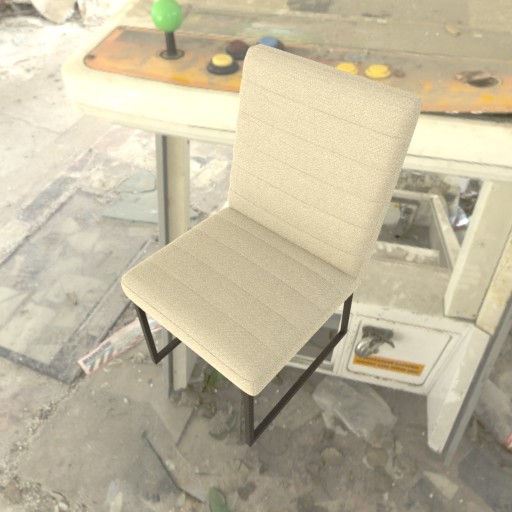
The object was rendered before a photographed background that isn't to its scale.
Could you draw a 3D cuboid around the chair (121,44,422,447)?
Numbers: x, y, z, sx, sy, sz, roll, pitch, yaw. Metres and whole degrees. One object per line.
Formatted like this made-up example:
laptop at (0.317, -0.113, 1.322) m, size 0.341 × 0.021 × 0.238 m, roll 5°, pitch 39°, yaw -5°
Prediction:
chair at (0.000, 0.000, 1.301) m, size 0.520 × 0.930 × 0.634 m, roll 32°, pitch 54°, yaw 27°
